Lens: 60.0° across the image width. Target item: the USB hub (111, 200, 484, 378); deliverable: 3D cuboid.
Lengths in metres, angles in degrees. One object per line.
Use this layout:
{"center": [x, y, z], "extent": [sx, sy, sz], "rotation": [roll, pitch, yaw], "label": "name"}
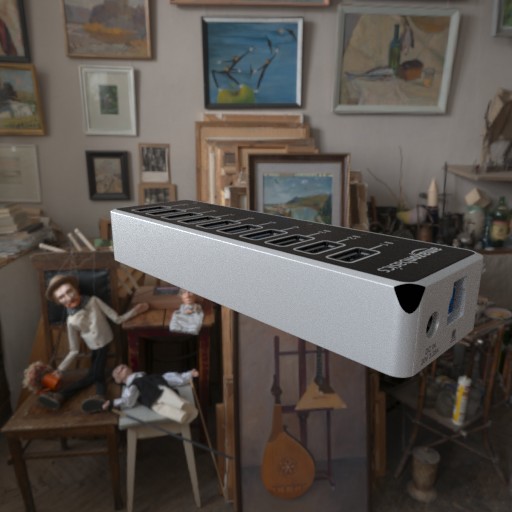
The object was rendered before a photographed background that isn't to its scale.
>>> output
{"center": [0.000, 0.000, 0.164], "extent": [0.044, 0.023, 0.145], "rotation": [-15, 21, -42], "label": "USB hub"}
